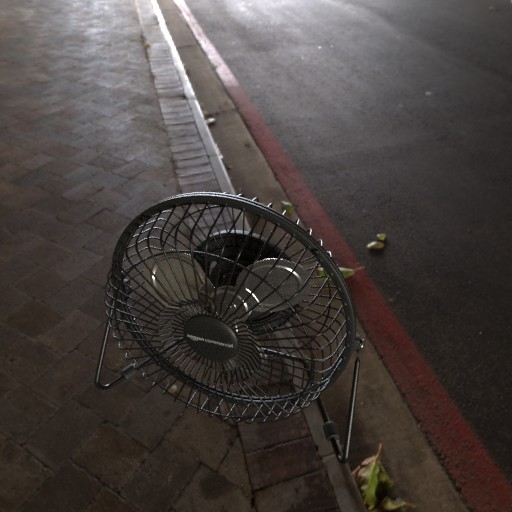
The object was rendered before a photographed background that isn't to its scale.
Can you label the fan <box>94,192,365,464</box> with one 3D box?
[{"bbox_3d":[0.000,0.000,0.372,0.209,0.188,0.227,12,41,14],"label":"fan"}]
